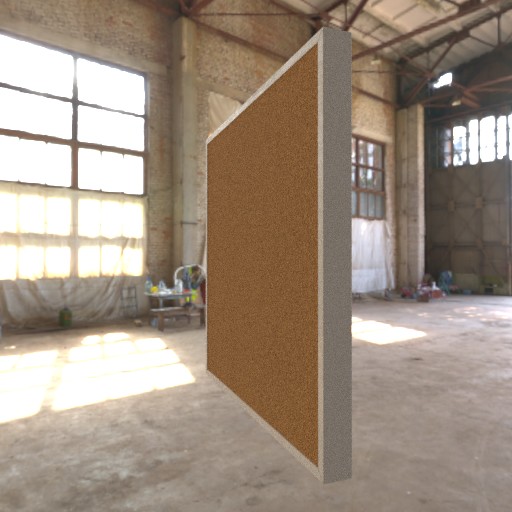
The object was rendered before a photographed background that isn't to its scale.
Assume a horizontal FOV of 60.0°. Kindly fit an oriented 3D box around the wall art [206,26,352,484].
[{"bbox_3d":[0.000,0.000,0.734,0.037,0.508,0.508,0,0,-21],"label":"wall art"}]
